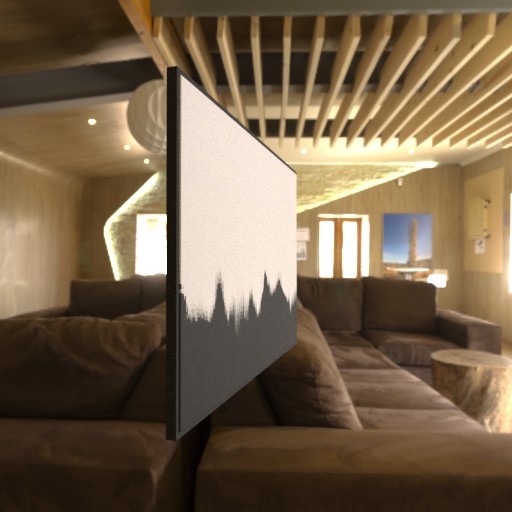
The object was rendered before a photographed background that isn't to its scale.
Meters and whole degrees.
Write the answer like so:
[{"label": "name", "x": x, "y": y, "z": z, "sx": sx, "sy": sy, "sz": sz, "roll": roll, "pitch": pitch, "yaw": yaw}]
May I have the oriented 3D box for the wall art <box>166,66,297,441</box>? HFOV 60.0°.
[{"label": "wall art", "x": 0.000, "y": 0.000, "z": 1.518, "sx": 0.028, "sy": 0.805, "sz": 1.190, "roll": 0, "pitch": -1, "yaw": 18}]
